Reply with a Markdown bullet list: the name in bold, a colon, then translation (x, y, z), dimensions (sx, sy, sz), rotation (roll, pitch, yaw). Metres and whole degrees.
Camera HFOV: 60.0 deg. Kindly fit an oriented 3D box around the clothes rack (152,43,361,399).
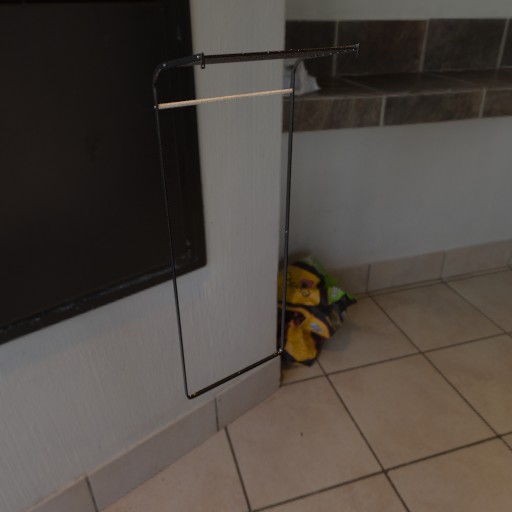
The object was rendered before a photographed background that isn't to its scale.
- **clothes rack**: translation (0.000, 0.000, 1.823), dimensions (0.609, 1.574, 0.349), rotation (-19, 34, -30)
